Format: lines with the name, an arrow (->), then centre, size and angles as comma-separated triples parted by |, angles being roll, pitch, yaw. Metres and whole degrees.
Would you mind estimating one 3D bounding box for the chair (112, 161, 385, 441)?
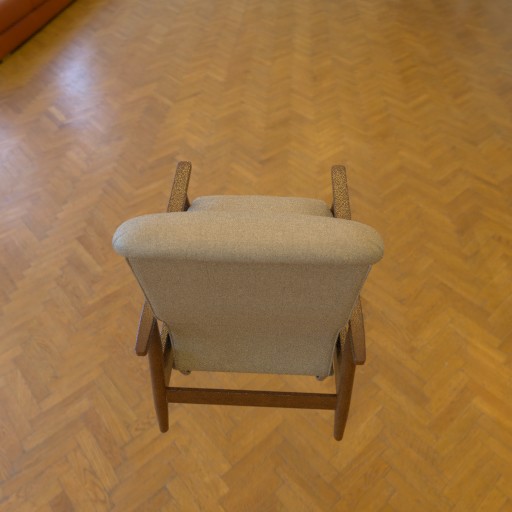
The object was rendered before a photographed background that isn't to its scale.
chair -> 0.000, 0.000, 1.727 | 0.762, 1.082, 1.030 | 2, 45, 2
